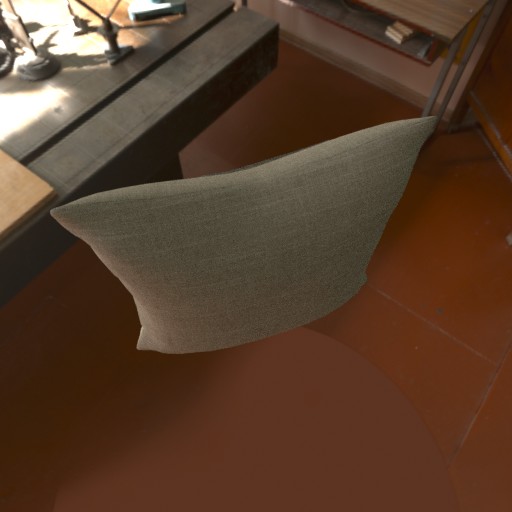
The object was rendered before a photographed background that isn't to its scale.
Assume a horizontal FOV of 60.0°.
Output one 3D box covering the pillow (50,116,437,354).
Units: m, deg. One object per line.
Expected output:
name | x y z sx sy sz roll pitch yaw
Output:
pillow | 0.000 0.000 0.618 0.424 0.400 0.169 -16 61 -9
